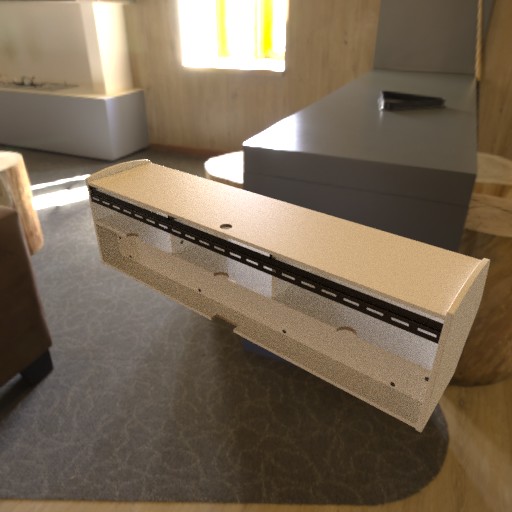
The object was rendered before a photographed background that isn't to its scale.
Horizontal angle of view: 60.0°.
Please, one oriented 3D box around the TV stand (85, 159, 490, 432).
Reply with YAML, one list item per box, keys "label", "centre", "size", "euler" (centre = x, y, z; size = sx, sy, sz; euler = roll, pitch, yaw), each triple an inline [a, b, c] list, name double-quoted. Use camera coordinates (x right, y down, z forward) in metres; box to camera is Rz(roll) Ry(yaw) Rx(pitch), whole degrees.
- label: "TV stand"
  centre: [0.000, 0.000, 1.648]
  size: [1.473, 0.424, 0.397]
  euler: [21, 36, 33]
